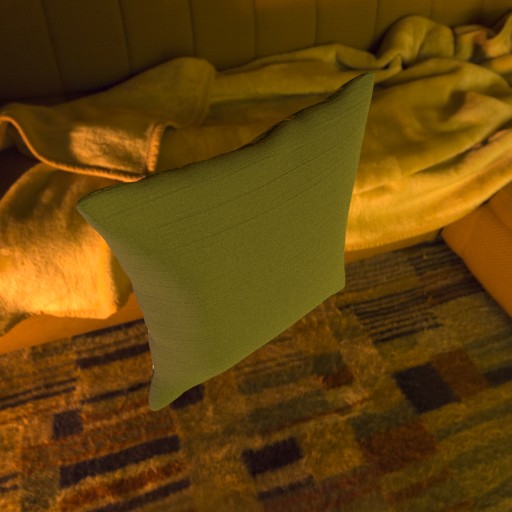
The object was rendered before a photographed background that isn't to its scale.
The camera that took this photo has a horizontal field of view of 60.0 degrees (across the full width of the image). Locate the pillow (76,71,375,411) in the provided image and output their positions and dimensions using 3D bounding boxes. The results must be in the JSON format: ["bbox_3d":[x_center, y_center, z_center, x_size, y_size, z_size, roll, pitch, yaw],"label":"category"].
[{"bbox_3d":[0.000,0.000,0.709,0.470,0.464,0.175,-30,53,-26],"label":"pillow"}]
